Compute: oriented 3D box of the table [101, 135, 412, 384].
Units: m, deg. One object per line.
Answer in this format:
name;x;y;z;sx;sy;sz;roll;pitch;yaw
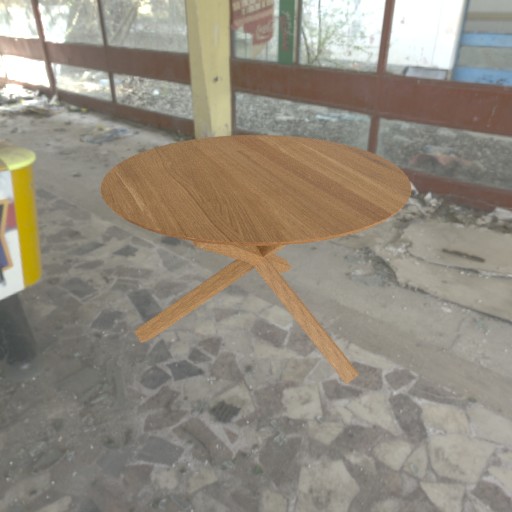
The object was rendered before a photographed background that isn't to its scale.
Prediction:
table;0.000;0.000;1.710;1.038;0.666;1.038;0;30;0
